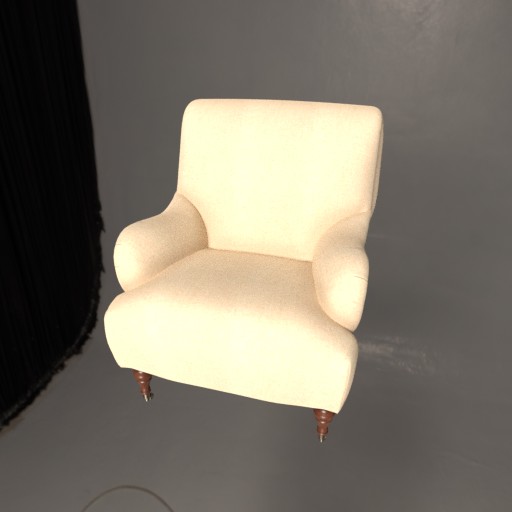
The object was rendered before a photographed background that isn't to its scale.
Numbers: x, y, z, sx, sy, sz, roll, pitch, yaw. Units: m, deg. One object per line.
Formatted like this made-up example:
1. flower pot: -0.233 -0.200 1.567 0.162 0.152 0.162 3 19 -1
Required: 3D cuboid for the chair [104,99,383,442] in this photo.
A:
1. chair: 0.000 0.000 1.535 0.766 0.944 0.842 8 28 14
